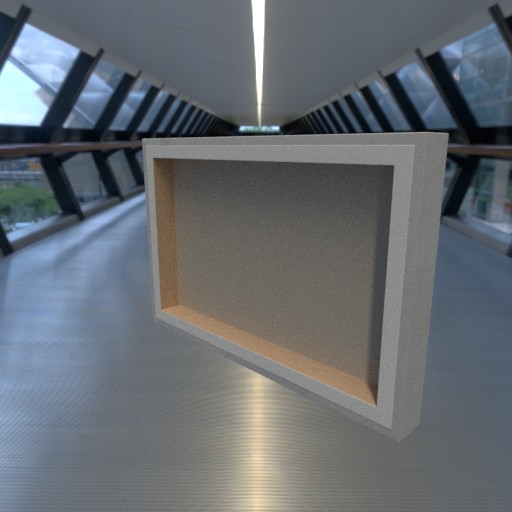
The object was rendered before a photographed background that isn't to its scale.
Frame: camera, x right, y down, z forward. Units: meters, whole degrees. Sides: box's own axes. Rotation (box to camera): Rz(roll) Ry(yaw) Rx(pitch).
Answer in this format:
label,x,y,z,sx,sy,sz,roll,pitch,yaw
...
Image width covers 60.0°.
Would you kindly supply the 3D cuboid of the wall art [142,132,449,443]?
label,x,y,z,sx,sy,sz,roll,pitch,yaw
wall art,0.000,0.000,0.489,0.381,0.254,0.038,13,19,43
